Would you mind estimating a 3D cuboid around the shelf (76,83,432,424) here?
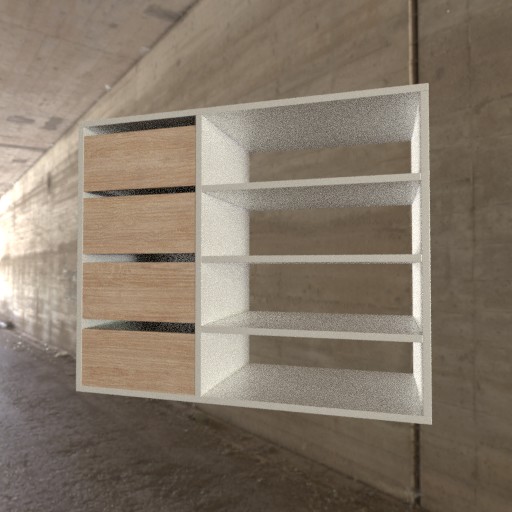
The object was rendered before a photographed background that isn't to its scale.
[{"bbox_3d":[0.000,0.000,1.265,0.895,0.732,0.396,0,-2,17],"label":"shelf"}]
